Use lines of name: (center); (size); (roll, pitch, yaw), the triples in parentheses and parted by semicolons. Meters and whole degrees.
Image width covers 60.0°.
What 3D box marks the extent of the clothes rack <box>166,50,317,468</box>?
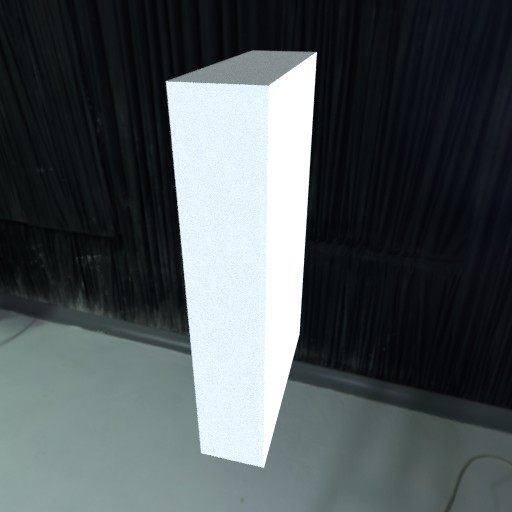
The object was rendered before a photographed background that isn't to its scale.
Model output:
clothes rack: (0.000, 0.000, 1.596); (0.250, 1.280, 0.750); (7, 31, 13)
